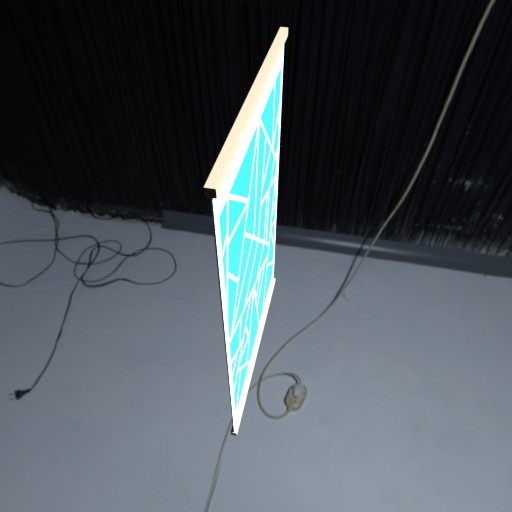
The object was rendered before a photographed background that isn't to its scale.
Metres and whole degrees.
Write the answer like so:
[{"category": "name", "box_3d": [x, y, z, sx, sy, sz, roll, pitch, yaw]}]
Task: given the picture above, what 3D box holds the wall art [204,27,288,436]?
[{"category": "wall art", "box_3d": [0.000, 0.000, 1.919, 0.030, 1.519, 0.990, 9, 48, 8]}]
